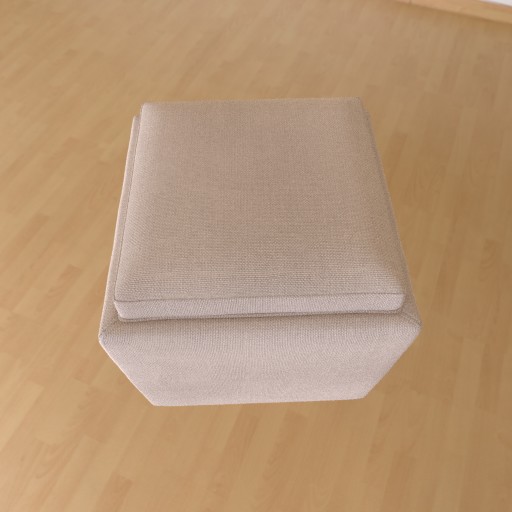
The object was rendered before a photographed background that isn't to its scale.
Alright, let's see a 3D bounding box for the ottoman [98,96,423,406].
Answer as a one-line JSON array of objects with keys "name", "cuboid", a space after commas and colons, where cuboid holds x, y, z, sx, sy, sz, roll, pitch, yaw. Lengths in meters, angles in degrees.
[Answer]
[{"name": "ottoman", "cuboid": [0.000, 0.000, 0.831, 0.450, 0.460, 0.451, -2, 58, -1]}]
